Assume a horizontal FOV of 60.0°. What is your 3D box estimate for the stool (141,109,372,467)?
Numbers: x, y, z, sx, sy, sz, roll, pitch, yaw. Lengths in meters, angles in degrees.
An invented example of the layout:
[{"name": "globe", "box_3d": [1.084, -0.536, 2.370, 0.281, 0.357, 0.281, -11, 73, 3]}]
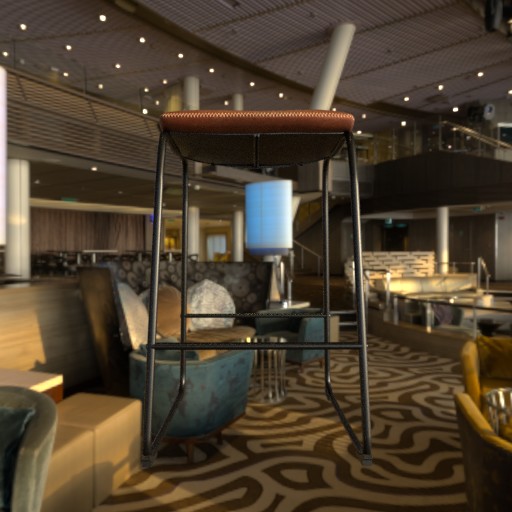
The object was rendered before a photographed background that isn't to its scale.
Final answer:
[{"name": "stool", "box_3d": [0.000, 0.000, 1.097, 0.454, 0.830, 0.473, 0, 1, -1]}]
